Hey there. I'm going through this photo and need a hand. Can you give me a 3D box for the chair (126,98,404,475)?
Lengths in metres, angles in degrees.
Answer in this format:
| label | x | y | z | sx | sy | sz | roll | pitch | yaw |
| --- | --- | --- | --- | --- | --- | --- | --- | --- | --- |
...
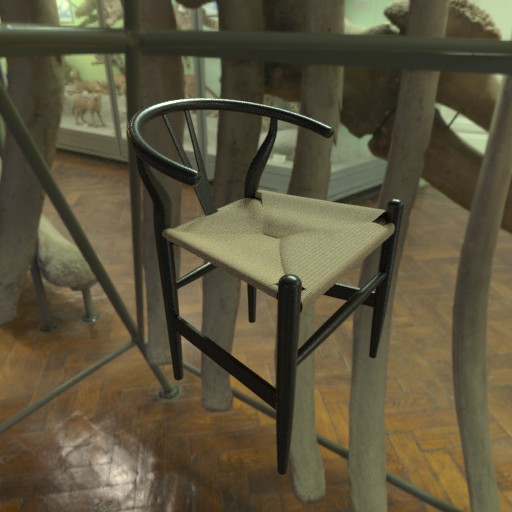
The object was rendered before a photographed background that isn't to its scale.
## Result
| label | x | y | z | sx | sy | sz | roll | pitch | yaw |
| --- | --- | --- | --- | --- | --- | --- | --- | --- | --- |
| chair | 0.000 | 0.000 | 1.169 | 0.570 | 0.739 | 0.570 | 19 | 32 | 32 |
